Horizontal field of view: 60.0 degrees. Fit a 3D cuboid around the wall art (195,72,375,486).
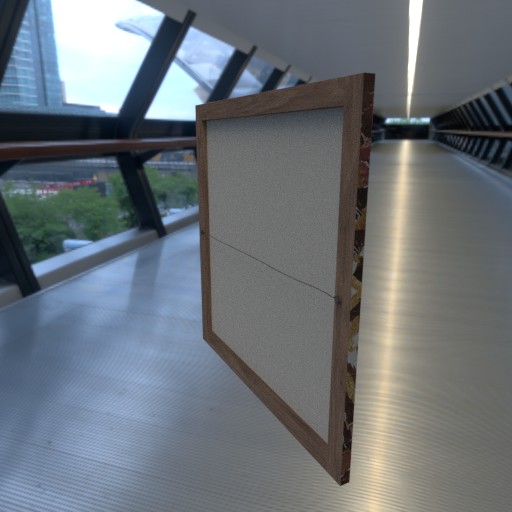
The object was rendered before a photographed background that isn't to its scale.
[{"bbox_3d":[0.000,0.000,1.107,0.028,0.762,0.757,-7,16,-26],"label":"wall art"}]
